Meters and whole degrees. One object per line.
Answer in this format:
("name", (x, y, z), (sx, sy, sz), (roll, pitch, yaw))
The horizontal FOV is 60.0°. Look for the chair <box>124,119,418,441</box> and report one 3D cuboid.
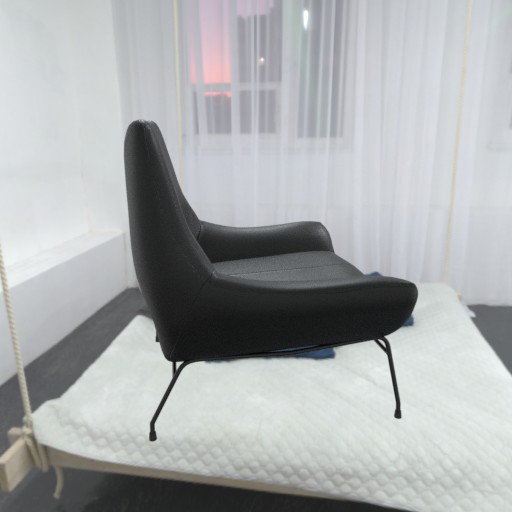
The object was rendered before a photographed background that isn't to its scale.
("chair", (0.000, 0.000, 1.572), (0.826, 0.922, 0.836), (-3, 17, -10))
